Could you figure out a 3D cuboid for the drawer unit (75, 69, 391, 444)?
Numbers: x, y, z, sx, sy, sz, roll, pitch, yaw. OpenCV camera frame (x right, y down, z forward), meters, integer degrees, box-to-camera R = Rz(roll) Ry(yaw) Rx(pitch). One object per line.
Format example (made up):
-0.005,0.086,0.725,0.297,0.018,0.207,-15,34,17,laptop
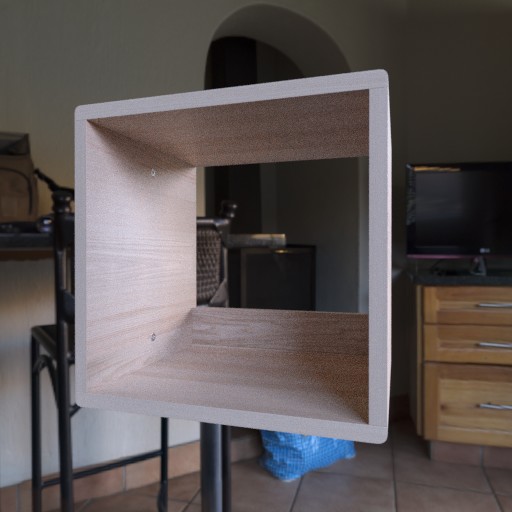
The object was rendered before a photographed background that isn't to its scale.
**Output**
0.000,0.000,0.595,0.344,0.344,0.290,0,0,18,drawer unit
